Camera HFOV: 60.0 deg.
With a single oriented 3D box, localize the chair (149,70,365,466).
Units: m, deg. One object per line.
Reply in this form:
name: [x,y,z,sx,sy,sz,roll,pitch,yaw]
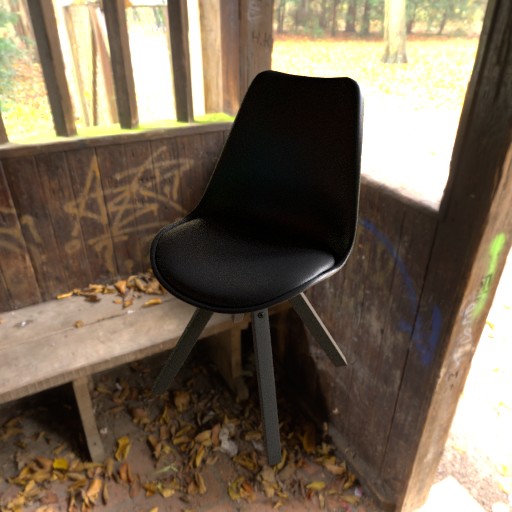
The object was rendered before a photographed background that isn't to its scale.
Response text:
chair: [0.000,0.000,1.176,0.485,0.850,0.530,18,35,28]
